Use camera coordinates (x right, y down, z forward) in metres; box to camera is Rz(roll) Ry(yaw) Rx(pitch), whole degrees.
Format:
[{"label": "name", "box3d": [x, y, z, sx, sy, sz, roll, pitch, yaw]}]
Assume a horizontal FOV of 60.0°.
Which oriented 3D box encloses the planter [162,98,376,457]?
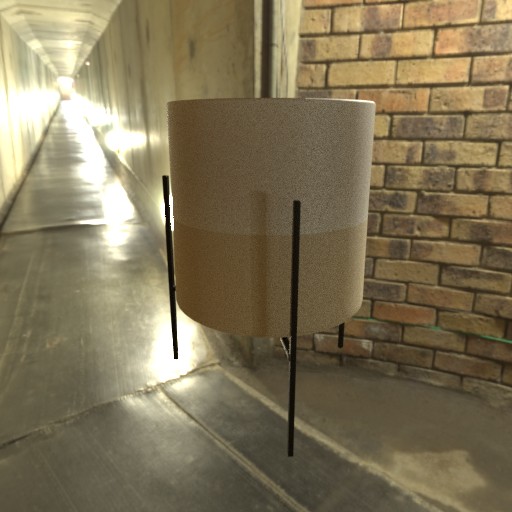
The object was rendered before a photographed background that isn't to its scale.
[{"label": "planter", "box3d": [0.000, 0.000, 0.552, 0.267, 0.362, 0.263, 3, 17, 10]}]
